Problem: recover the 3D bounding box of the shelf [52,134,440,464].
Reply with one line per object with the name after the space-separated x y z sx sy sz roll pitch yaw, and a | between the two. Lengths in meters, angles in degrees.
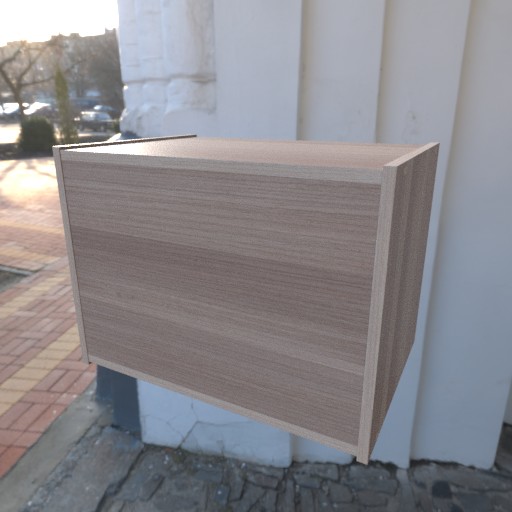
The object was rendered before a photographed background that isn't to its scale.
0.000 0.000 0.623 0.415 0.305 0.290 10 21 26 | shelf
